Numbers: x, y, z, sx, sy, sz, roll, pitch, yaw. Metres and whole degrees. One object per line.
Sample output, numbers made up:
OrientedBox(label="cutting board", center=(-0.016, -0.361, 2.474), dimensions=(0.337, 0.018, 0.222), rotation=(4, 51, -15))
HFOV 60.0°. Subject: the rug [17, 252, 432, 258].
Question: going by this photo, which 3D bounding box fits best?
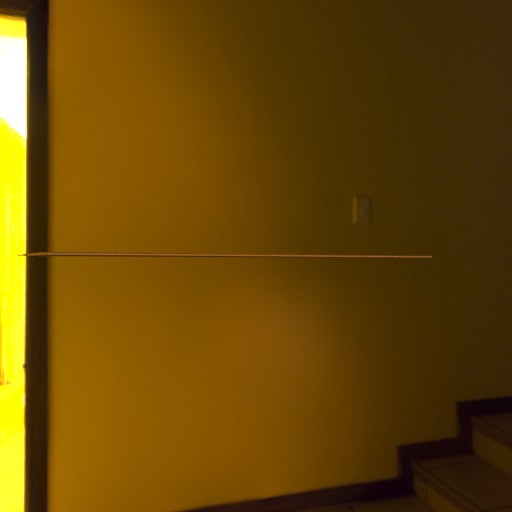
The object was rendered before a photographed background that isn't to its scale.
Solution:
OrientedBox(label="rug", center=(0.000, 0.000, 2.641), dimensions=(2.435, 0.009, 0.750), rotation=(0, -1, -35))
